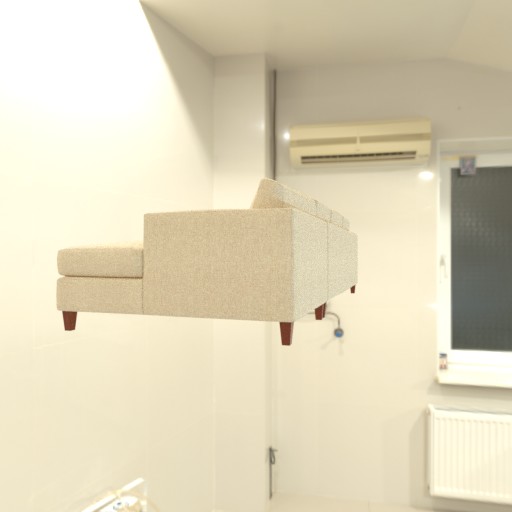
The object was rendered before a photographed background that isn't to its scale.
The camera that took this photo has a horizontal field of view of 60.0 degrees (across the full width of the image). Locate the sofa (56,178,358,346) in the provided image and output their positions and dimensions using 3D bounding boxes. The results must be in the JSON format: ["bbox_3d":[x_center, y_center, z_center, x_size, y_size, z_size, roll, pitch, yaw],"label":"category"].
[{"bbox_3d":[0.000,0.000,4.240,1.603,0.954,3.471,0,0,18],"label":"sofa"}]
